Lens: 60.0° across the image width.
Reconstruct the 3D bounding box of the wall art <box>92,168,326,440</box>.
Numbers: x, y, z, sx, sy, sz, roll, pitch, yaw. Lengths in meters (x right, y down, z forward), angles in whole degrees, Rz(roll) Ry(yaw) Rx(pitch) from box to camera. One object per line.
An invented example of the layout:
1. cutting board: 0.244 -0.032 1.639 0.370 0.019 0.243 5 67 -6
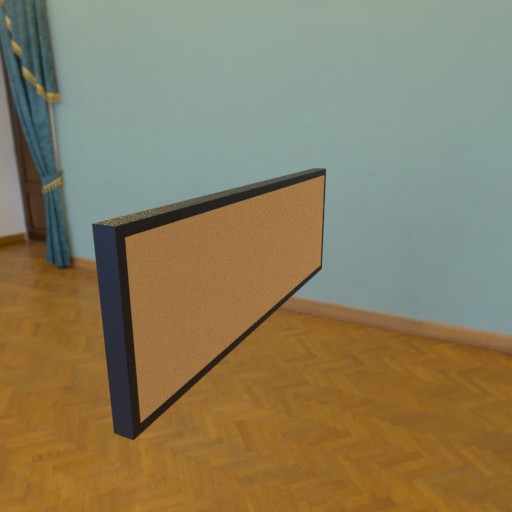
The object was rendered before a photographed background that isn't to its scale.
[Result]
1. wall art: 0.000 0.000 0.952 0.037 0.303 0.860 8 18 25
